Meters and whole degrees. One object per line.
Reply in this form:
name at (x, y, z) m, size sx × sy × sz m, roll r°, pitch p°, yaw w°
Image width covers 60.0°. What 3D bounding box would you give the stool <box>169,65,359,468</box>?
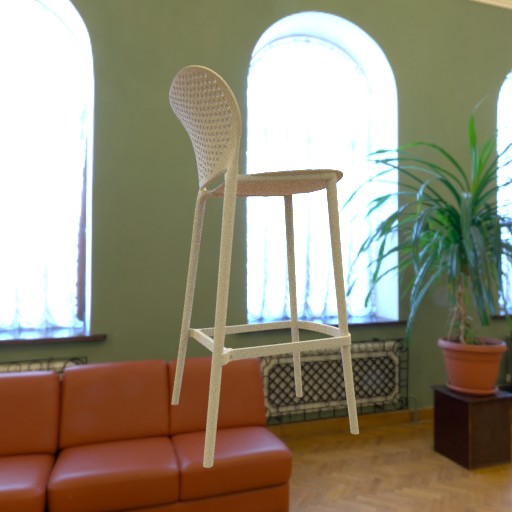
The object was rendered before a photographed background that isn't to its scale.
stool at (0.000, 0.000, 1.408) m, size 0.535 × 1.045 × 0.536 m, roll 0°, pitch -1°, yaw -19°
